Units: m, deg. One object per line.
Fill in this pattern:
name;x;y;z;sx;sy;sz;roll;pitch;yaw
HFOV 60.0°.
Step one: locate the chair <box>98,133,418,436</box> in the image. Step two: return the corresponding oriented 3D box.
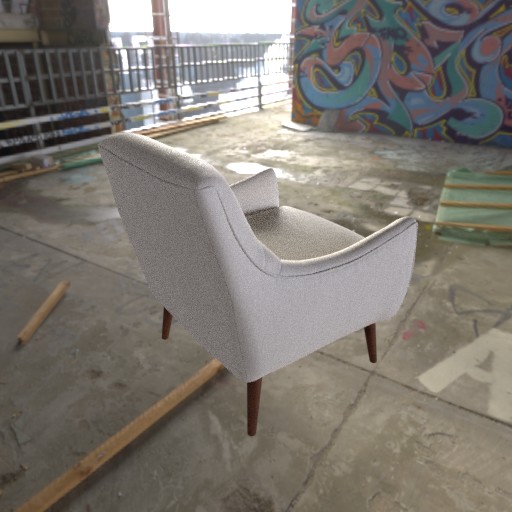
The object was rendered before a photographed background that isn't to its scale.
chair;0.000;0.000;1.502;0.787;0.838;0.762;-18;32;-32
